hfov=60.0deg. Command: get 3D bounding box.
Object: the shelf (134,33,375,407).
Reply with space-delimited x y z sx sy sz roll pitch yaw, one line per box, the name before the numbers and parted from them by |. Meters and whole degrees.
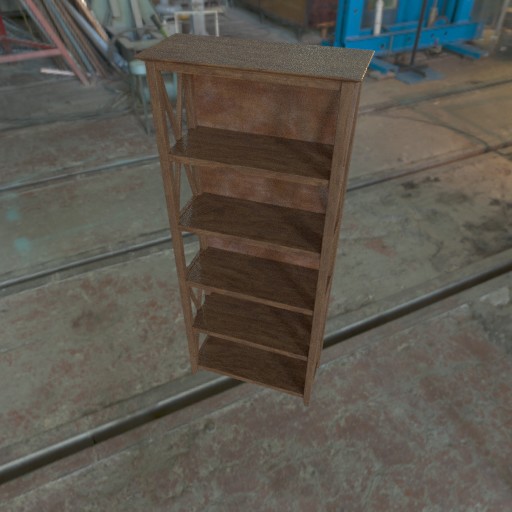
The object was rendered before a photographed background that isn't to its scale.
shelf | 0.000 0.000 2.207 0.805 1.905 0.335 12 41 14
